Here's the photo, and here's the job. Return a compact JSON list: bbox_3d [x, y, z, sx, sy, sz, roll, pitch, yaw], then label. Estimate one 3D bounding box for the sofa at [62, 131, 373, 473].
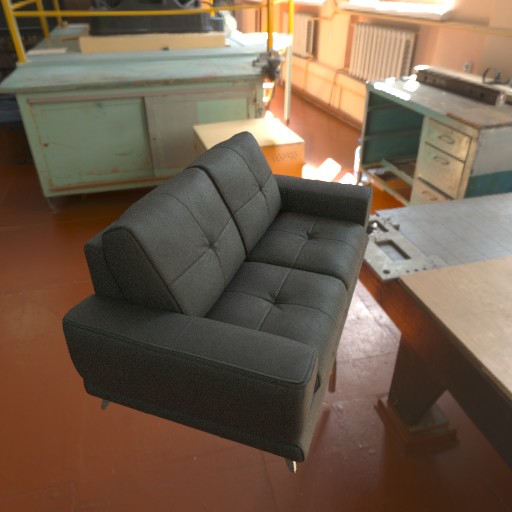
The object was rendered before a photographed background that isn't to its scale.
[{"bbox_3d":[0.000,0.000,2.326,1.018,0.907,1.806,11,34,17],"label":"sofa"}]
